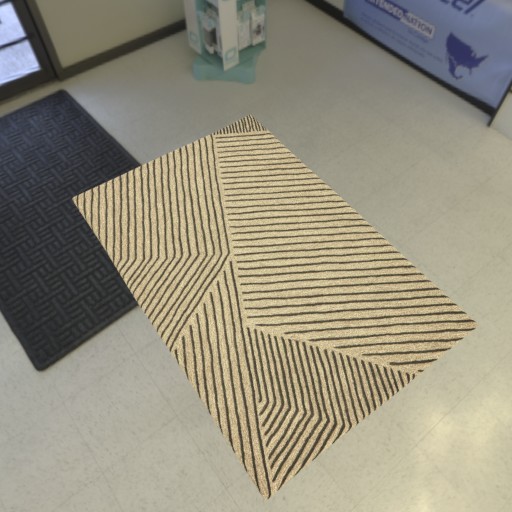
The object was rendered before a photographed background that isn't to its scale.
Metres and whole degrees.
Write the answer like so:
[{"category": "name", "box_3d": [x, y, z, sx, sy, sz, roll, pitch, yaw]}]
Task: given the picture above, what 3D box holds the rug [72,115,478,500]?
[{"category": "rug", "box_3d": [0.000, 0.000, 2.277, 1.237, 0.019, 1.842, -31, 62, -19]}]
